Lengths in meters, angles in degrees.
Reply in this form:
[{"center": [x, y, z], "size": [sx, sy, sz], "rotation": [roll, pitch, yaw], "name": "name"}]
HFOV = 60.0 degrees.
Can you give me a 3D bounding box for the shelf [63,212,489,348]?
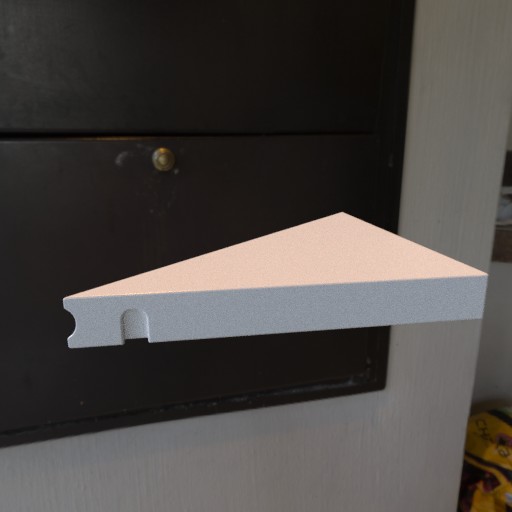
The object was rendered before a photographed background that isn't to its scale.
[{"center": [0.000, 0.000, 0.444], "size": [0.296, 0.035, 0.296], "rotation": [-3, 15, -10], "name": "shelf"}]
